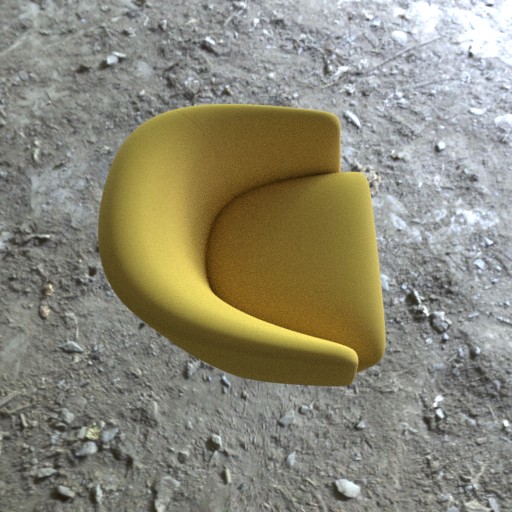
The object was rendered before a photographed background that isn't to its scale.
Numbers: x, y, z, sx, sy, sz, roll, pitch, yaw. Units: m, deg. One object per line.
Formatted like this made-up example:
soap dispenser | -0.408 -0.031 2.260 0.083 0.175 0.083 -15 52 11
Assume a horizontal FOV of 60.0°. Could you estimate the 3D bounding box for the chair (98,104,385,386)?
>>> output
chair | 0.000 0.000 1.383 0.767 0.698 0.773 2 63 1
